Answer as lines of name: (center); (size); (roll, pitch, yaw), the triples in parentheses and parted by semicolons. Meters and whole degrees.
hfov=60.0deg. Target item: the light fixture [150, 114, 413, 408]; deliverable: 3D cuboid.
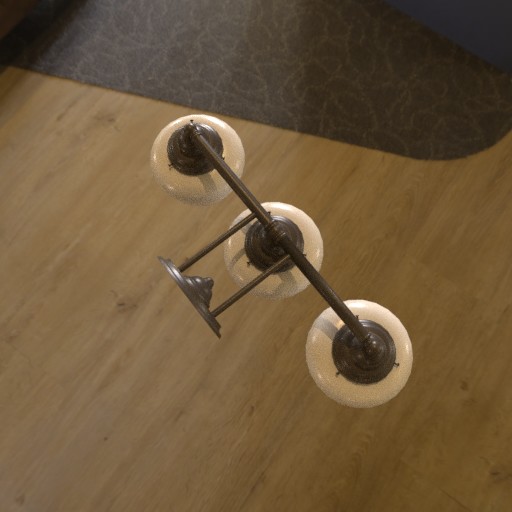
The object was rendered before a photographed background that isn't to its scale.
light fixture: (0.000, 0.000, 0.684); (0.239, 0.242, 0.587); (-37, 78, -9)
